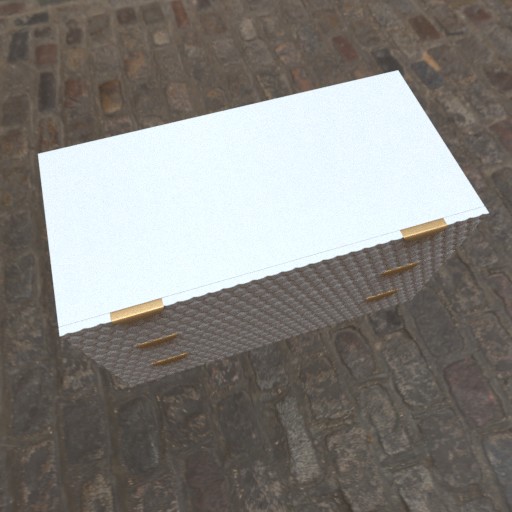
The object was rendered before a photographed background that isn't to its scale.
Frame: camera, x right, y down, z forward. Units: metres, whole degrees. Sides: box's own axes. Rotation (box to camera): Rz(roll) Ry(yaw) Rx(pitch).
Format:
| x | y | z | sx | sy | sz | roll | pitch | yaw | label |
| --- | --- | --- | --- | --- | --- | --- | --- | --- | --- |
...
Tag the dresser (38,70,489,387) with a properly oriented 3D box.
| x | y | z | sx | sy | sz | roll | pitch | yaw | label |
| --- | --- | --- | --- | --- | --- | --- | --- | --- | --- |
| 0.000 | 0.000 | 1.302 | 0.905 | 0.721 | 0.457 | -16 | 65 | -8 | dresser |
